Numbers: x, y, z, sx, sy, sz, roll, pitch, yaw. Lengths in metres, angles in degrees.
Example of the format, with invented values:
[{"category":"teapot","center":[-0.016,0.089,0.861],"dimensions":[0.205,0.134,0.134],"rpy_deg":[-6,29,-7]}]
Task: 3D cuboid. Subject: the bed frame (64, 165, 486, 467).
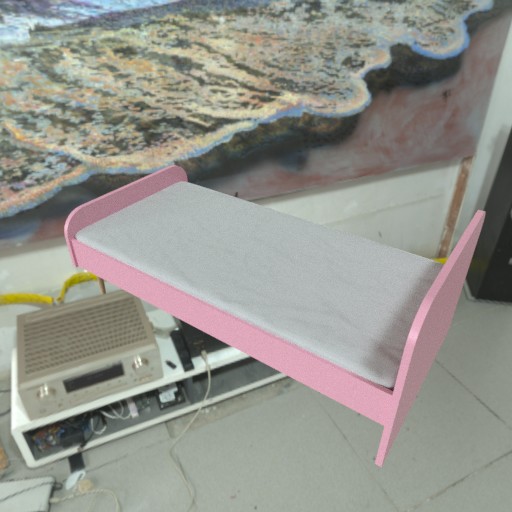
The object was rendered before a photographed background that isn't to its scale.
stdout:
[{"category":"bed frame","center":[0.000,0.000,2.417],"dimensions":[1.963,0.805,0.998],"rpy_deg":[21,39,29]}]
